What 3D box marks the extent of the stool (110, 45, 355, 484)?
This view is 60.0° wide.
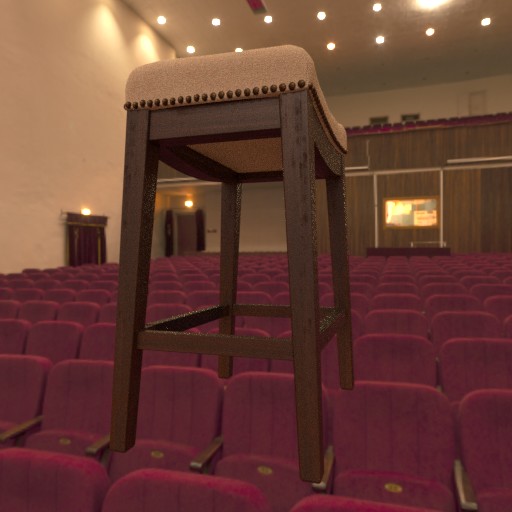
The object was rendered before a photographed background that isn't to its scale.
[{"bbox_3d":[0.000,0.000,0.943,0.363,0.669,0.509,0,0,18],"label":"stool"}]
